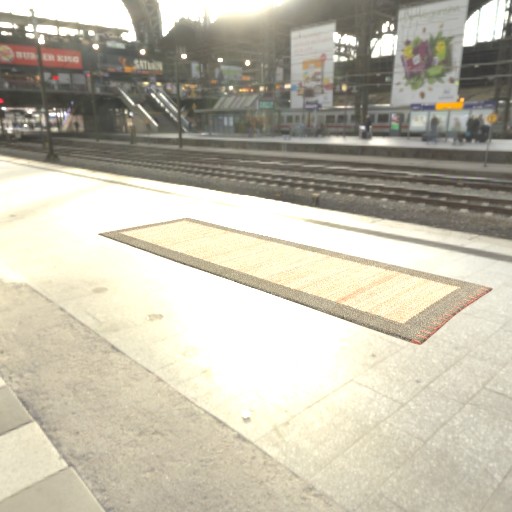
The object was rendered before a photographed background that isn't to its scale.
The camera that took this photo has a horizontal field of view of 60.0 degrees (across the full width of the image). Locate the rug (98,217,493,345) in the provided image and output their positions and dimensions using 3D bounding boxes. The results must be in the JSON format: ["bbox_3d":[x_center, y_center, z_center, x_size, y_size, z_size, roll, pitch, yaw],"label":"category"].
[{"bbox_3d":[0.000,0.000,2.672,2.413,0.016,0.810,16,23,42],"label":"rug"}]
